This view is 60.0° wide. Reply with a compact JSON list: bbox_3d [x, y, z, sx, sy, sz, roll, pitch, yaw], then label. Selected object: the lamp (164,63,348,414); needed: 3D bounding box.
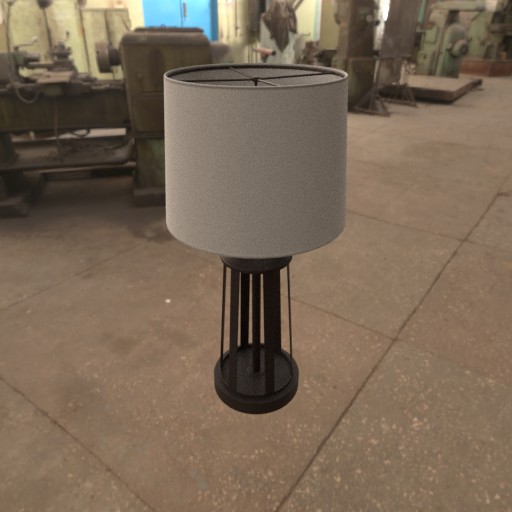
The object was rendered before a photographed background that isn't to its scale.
[{"bbox_3d":[0.000,0.000,0.661,0.251,0.509,0.251,0,29,0],"label":"lamp"}]
